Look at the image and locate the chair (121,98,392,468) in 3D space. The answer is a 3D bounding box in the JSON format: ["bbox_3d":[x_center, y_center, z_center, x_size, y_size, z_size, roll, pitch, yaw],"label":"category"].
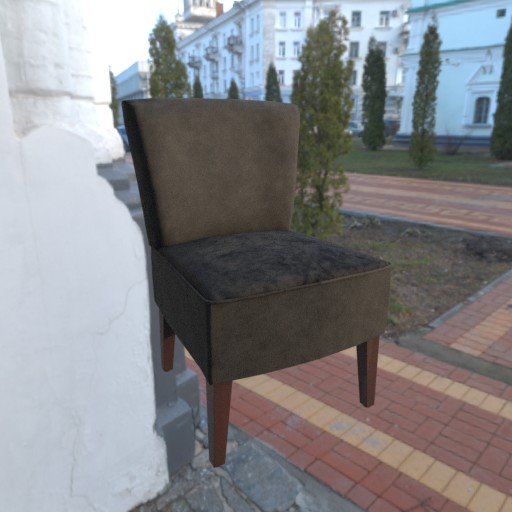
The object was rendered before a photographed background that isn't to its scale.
[{"bbox_3d":[0.000,0.000,1.172,0.521,0.806,0.554,-9,19,-28],"label":"chair"}]
